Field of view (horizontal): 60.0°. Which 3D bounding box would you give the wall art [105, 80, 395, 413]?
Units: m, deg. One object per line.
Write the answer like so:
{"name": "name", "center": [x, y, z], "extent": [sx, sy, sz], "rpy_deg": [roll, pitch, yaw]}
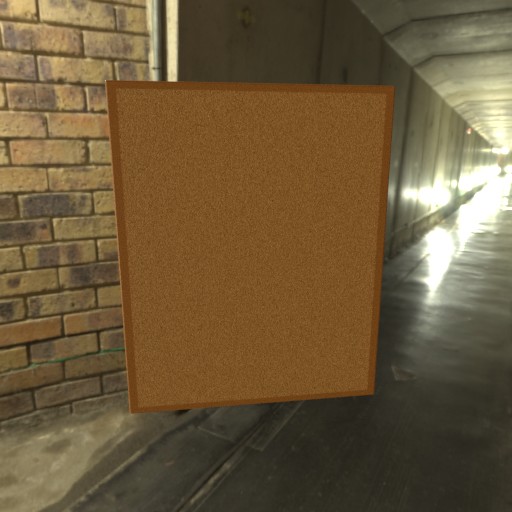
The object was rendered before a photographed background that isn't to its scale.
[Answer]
{"name": "wall art", "center": [0.000, 0.000, 0.519], "extent": [0.310, 0.379, 0.015], "rpy_deg": [-2, 14, -8]}
